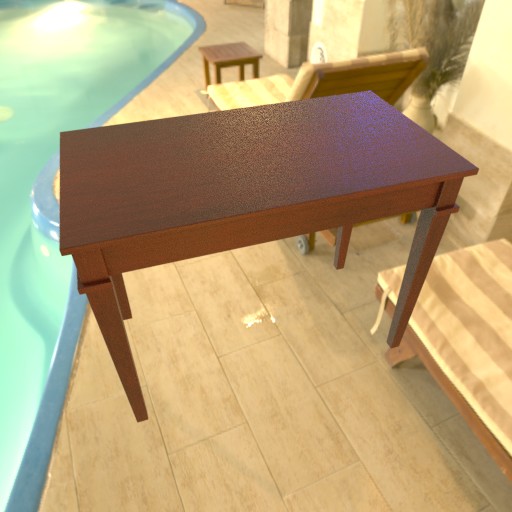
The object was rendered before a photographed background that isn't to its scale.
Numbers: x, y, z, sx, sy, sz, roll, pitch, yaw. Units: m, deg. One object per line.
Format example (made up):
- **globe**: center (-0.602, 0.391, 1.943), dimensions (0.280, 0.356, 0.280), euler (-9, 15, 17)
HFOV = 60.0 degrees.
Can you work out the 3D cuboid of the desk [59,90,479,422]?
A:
- **desk**: center (0.000, 0.000, 1.440), dimensions (1.001, 0.762, 0.549), euler (-12, 43, -14)
